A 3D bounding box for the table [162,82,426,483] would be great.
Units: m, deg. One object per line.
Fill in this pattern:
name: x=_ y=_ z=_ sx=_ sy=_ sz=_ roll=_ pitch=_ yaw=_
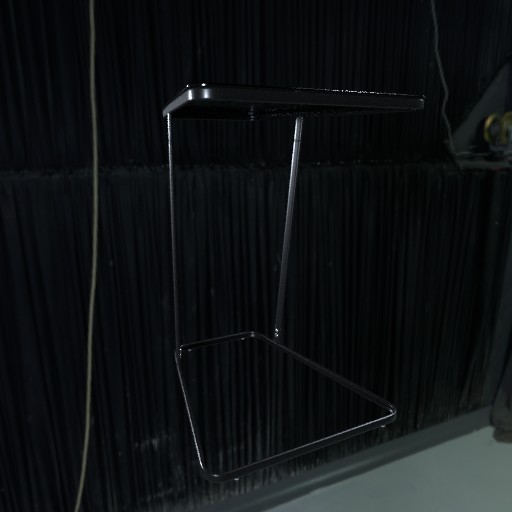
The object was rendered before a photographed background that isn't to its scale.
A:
table: x=0.000 y=0.000 z=0.951 sx=0.427 sy=0.624 sz=0.500 roll=-7 pitch=16 yaw=-26
